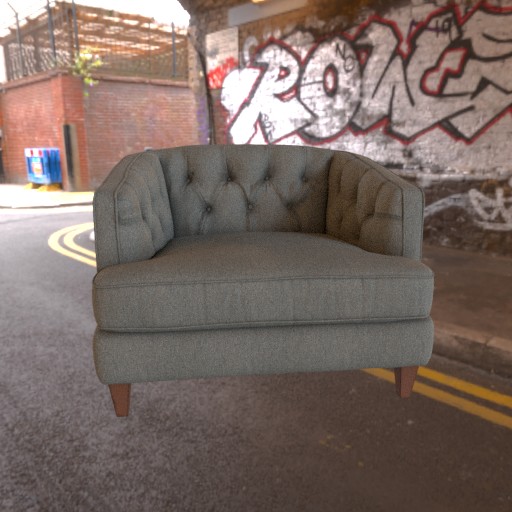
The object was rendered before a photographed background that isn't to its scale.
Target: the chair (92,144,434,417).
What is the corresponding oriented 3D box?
[{"bbox_3d":[0.000,0.000,1.720,1.094,0.852,0.945,-2,14,-7],"label":"chair"}]
